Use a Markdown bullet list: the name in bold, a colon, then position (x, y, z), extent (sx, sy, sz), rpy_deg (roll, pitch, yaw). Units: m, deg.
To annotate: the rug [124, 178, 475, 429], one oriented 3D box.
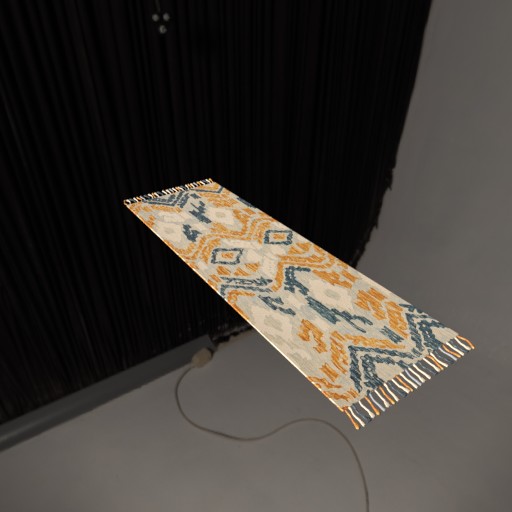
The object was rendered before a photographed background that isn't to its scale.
- **rug**: position (0.000, 0.000, 2.682), extent (0.783, 0.010, 2.437), rpy_deg (-21, 37, -29)
